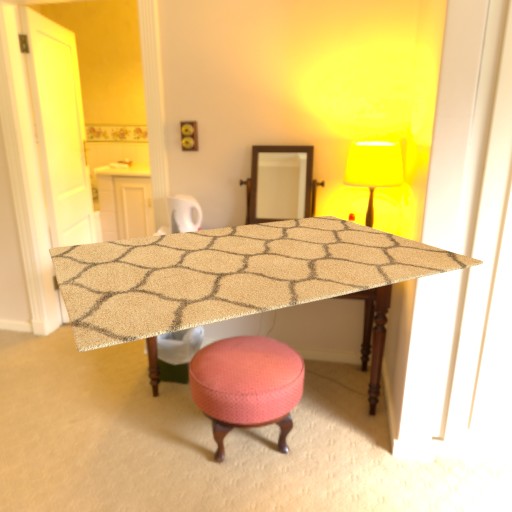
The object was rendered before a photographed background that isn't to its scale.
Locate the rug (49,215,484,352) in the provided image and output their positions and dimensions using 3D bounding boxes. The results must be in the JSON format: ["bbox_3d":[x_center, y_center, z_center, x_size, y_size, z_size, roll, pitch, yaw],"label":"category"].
[{"bbox_3d":[0.000,0.000,3.285,2.701,0.026,1.801,-9,19,-26],"label":"rug"}]
